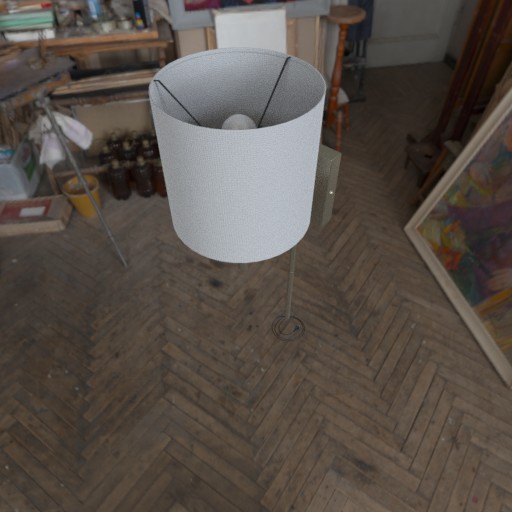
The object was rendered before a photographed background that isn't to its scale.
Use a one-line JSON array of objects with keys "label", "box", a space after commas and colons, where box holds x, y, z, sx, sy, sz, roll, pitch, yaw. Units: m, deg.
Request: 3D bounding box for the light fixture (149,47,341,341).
[{"label": "light fixture", "box": [0.000, 0.000, 0.704, 0.188, 0.589, 0.248, 32, 55, 26]}]
